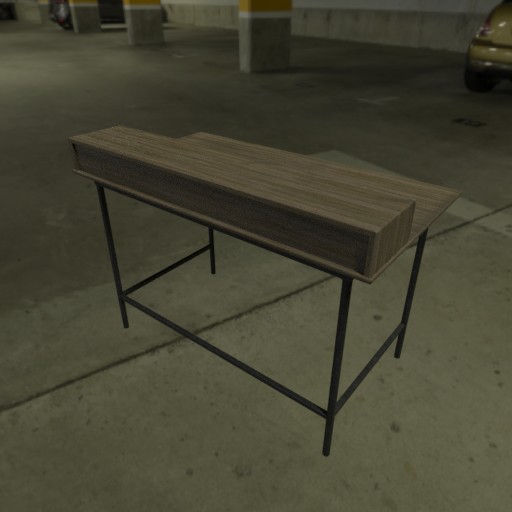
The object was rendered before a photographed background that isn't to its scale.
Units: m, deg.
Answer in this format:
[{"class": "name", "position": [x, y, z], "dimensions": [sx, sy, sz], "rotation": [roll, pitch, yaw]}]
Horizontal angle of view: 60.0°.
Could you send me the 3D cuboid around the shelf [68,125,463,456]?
[{"class": "shelf", "position": [0.000, 0.000, 1.724], "dimensions": [1.212, 0.865, 0.685], "rotation": [22, 37, 32]}]
